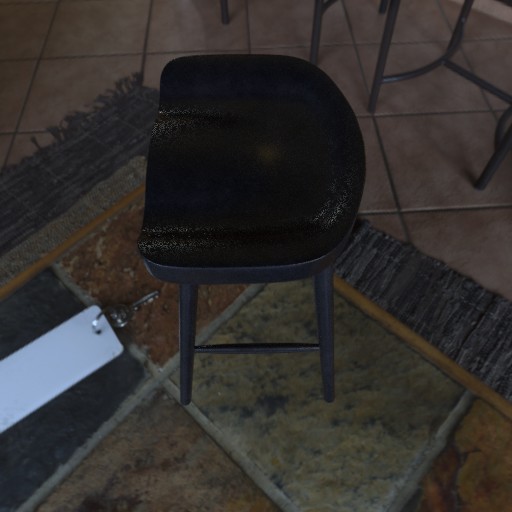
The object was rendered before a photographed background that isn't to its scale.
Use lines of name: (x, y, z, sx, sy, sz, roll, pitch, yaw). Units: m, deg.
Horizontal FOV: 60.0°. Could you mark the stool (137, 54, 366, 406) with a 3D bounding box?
stool: (0.000, 0.000, 0.882, 0.361, 0.615, 0.440, -1, 59, -1)
